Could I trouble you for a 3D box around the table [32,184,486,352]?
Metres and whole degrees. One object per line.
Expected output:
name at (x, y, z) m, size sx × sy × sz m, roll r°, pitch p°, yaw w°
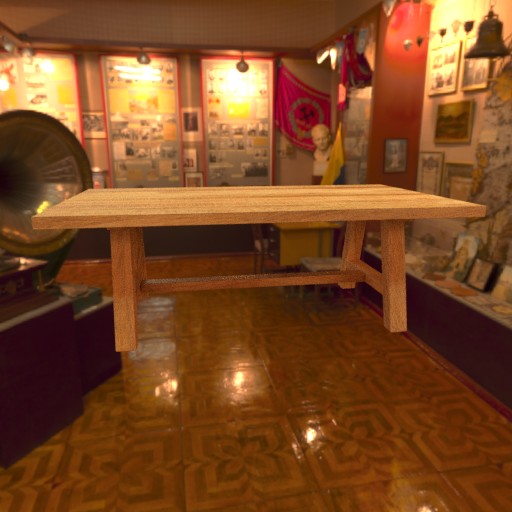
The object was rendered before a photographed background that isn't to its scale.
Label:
table at (0.000, 0.000, 1.686) m, size 1.320 × 0.455 × 0.760 m, roll -2°, pitch 14°, yaw -9°
